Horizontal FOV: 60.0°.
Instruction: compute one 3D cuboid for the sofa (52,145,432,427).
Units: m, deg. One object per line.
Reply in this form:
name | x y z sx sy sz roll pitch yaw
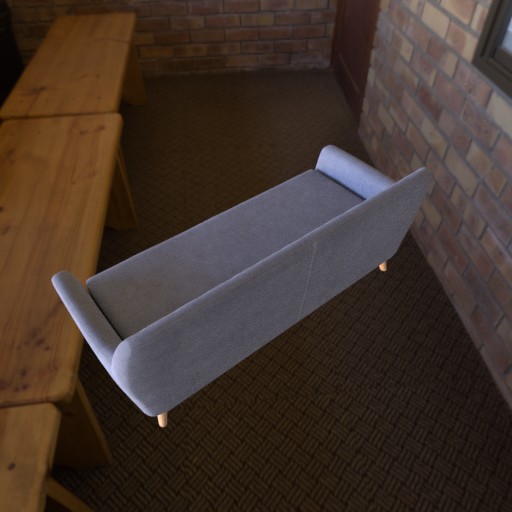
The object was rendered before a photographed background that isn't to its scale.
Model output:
sofa | 0.000 0.000 2.492 1.970 0.830 0.830 -30 52 -26
